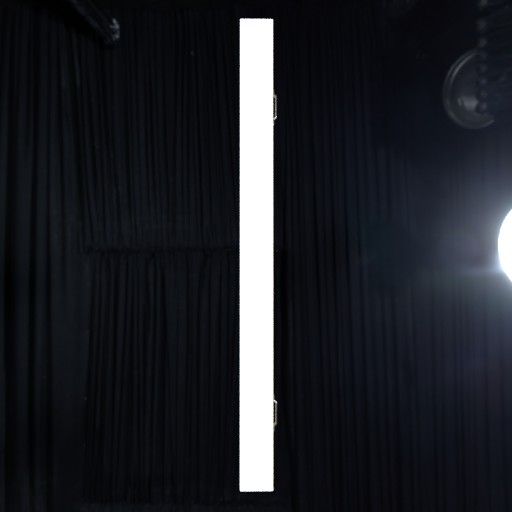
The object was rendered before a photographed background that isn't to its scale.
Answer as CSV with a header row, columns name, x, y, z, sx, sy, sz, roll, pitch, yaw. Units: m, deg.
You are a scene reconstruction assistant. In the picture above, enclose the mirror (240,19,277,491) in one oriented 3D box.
name,x,y,z,sx,sy,sz,roll,pitch,yaw
mirror,0.000,0.000,0.680,0.041,0.509,0.406,0,-1,-1
